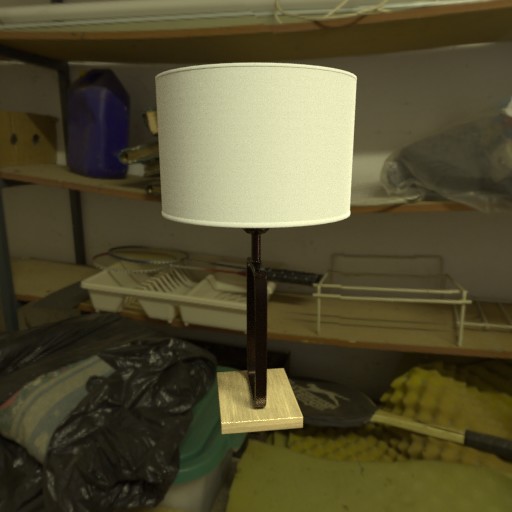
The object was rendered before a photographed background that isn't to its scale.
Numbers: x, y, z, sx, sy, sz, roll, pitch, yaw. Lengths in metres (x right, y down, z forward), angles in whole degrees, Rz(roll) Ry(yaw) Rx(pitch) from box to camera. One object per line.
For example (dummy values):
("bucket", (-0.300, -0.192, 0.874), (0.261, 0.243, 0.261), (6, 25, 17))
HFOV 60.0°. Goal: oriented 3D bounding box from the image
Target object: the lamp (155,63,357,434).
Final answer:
("lamp", (0.000, 0.000, 0.686), (0.279, 0.508, 0.279), (-2, 14, -7))
